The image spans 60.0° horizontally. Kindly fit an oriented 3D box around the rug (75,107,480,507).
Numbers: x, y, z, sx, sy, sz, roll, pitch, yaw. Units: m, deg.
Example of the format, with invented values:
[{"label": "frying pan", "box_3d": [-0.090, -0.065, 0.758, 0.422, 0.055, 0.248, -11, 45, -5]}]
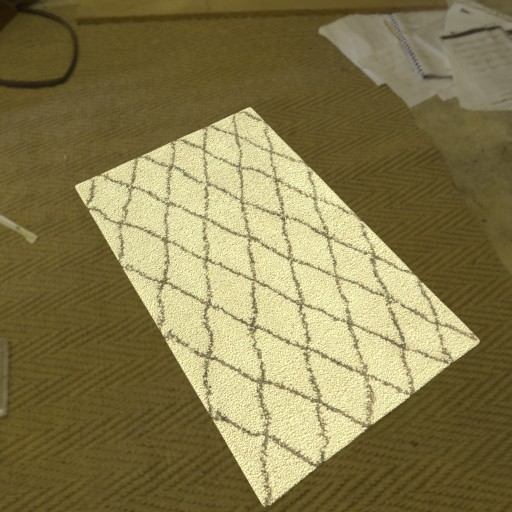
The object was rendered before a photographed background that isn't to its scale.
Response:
[{"label": "rug", "box_3d": [0.000, 0.000, 2.892, 1.524, 0.030, 2.438, -30, 63, -17]}]
